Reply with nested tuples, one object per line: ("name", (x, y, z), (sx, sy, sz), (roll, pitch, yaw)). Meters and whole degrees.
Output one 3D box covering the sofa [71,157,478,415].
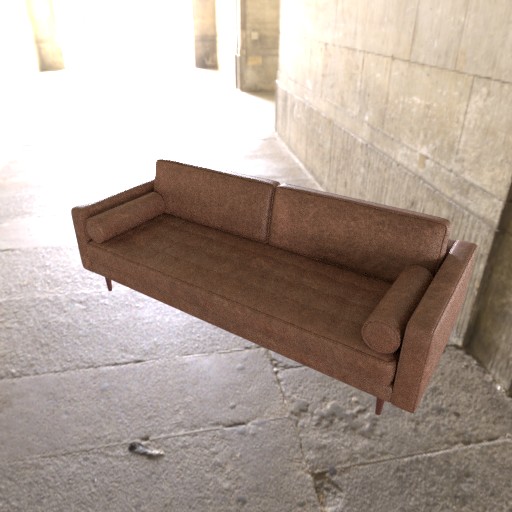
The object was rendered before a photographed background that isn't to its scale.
("sofa", (0.000, 0.000, 2.605), (2.210, 0.762, 0.914), (18, 34, 29))
